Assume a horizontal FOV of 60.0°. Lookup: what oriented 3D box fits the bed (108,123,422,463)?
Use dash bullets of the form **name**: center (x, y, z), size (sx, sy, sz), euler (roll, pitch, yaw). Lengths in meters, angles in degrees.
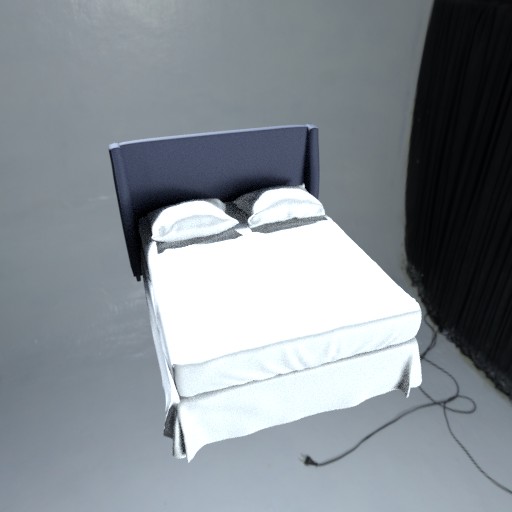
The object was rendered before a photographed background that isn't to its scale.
- **bed**: center (0.000, 0.000, 3.468), size (1.925, 1.332, 2.276), euler (-10, 34, -15)
